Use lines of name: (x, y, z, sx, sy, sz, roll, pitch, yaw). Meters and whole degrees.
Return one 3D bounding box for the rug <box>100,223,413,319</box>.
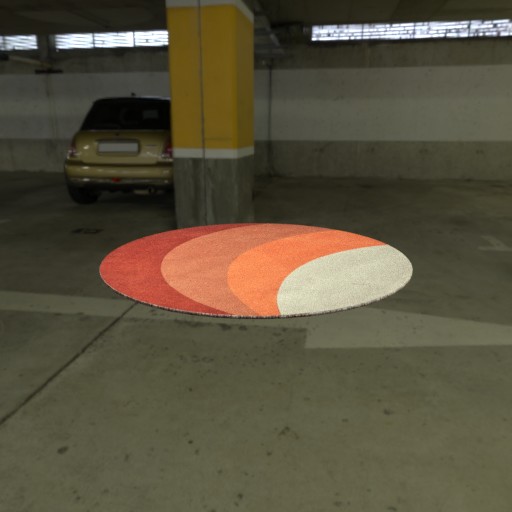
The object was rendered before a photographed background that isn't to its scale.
rug: (0.000, 0.000, 2.261, 1.514, 0.015, 1.514, 0, 16, 0)
